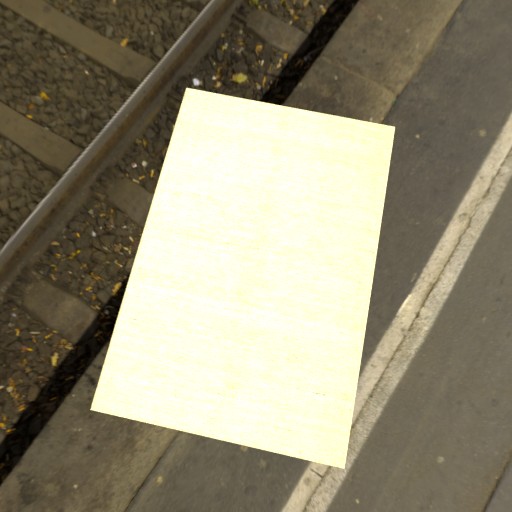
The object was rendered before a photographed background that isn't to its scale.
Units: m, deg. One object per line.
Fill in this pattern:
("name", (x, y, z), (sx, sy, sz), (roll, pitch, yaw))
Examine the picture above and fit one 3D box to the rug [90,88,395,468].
("rug", (0.000, 0.000, 2.356), (1.250, 0.015, 1.850), (12, 75, 3))
